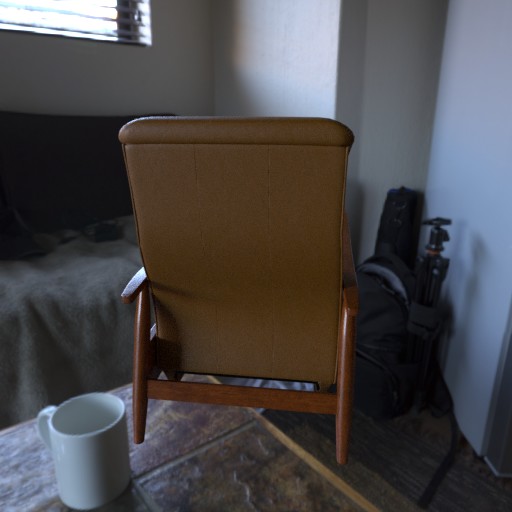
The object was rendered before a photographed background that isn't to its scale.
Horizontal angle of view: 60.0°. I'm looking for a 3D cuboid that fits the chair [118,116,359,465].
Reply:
[{"bbox_3d":[0.000,0.000,1.780,0.762,1.082,1.014,2,18,7],"label":"chair"}]
